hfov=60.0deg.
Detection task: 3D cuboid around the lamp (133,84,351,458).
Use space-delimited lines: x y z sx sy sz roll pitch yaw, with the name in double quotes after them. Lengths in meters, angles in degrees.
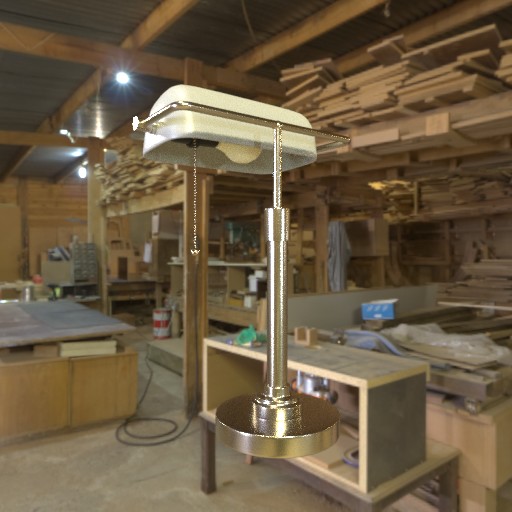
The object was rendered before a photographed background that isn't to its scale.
0.000 0.000 0.547 0.269 0.404 0.227 -1 1 -36 "lamp"
